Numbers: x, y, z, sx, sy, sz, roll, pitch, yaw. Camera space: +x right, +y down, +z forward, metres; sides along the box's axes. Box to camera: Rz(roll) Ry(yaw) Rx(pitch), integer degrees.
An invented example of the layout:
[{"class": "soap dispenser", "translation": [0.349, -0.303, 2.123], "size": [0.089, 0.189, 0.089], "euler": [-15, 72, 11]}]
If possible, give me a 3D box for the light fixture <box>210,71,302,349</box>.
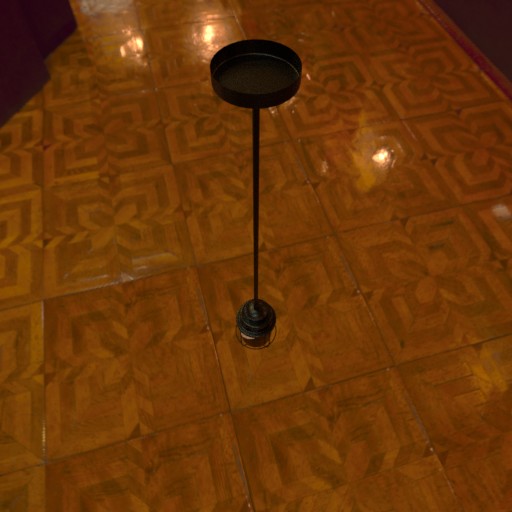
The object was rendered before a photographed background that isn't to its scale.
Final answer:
[{"class": "light fixture", "translation": [0.000, 0.000, 0.974], "size": [0.123, 0.920, 0.123], "euler": [-11, 57, -7]}]
